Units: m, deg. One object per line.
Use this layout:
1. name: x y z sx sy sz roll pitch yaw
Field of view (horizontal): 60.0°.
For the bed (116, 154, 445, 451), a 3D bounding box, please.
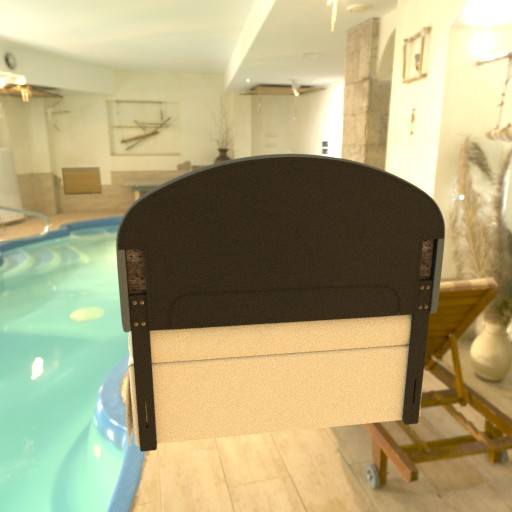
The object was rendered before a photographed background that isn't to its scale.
1. bed: 0.000 0.000 3.037 1.607 1.410 2.005 -2 14 -9
